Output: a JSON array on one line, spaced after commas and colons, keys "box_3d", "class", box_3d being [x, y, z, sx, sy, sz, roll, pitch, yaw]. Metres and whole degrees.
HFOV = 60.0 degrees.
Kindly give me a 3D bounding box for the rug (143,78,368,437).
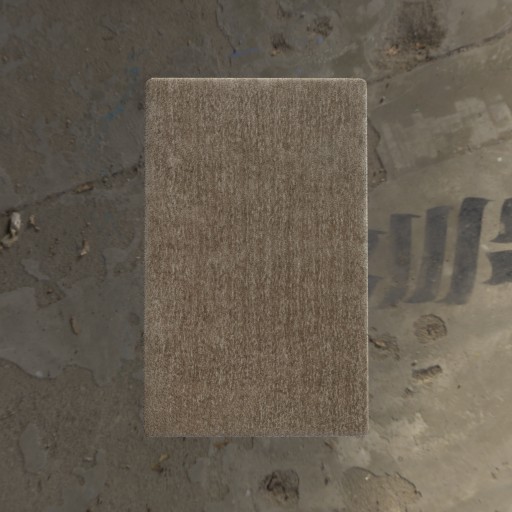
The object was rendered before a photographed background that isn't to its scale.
[{"box_3d": [0.000, 0.000, 3.054, 1.539, 0.024, 2.469, 0, 89, 0], "class": "rug"}]
